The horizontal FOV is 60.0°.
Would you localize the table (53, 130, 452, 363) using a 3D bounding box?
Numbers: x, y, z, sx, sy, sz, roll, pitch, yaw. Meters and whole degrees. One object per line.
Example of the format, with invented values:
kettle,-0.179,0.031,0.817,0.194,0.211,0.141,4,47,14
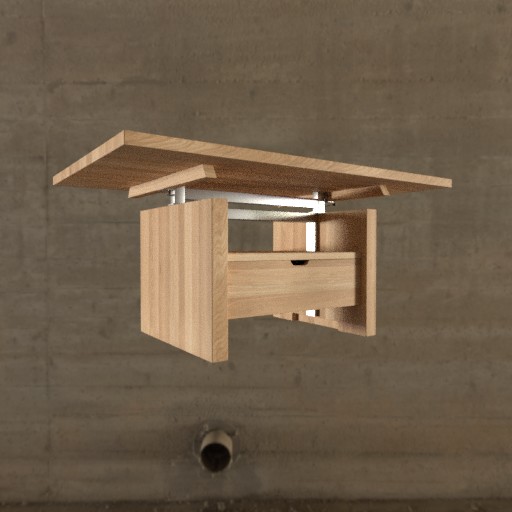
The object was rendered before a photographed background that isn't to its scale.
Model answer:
table,0.000,0.000,1.454,1.100,0.510,0.700,-1,2,-35
